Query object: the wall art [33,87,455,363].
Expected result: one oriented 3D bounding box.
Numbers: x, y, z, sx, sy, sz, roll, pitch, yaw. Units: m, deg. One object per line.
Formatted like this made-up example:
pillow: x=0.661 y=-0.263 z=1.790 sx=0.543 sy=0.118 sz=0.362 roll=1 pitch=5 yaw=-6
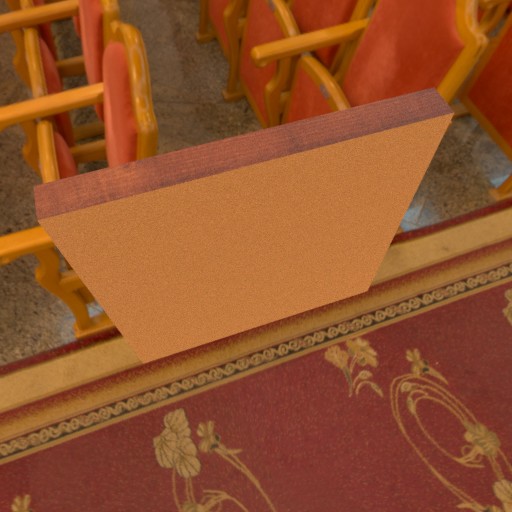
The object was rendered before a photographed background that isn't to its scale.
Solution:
wall art: x=0.000 y=0.000 z=0.565 sx=0.386 sy=0.385 sz=0.038 roll=-16 pitch=61 yaw=-10
